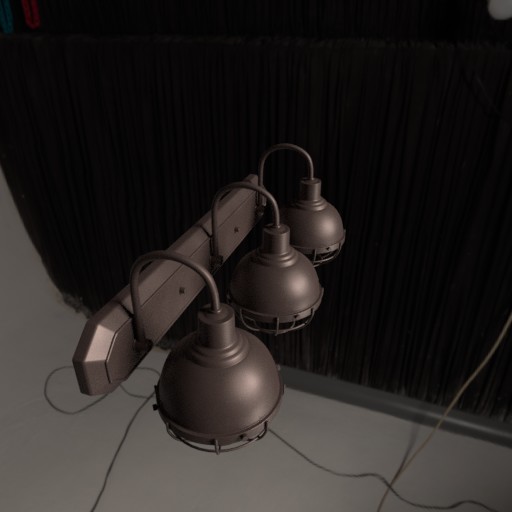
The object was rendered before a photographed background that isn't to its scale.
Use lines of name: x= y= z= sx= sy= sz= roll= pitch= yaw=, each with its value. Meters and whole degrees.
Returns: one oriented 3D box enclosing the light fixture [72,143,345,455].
light fixture: x=0.000 y=0.000 z=0.742 sx=0.229 sy=0.254 sz=0.634 roll=10 pitch=31 yaw=17
